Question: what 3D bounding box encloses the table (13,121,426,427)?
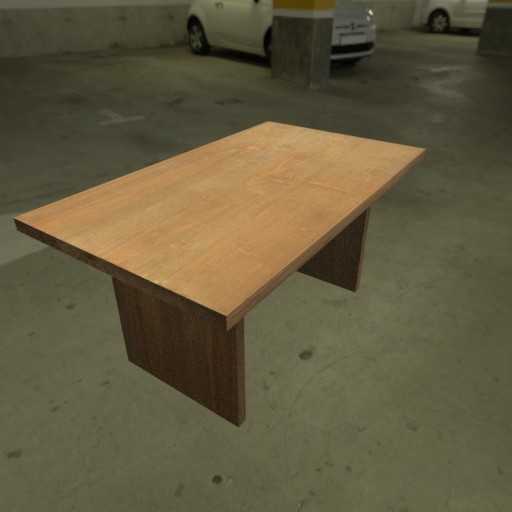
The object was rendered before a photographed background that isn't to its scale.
[{"bbox_3d":[0.000,0.000,2.082,0.946,0.780,1.609,20,36,29],"label":"table"}]
